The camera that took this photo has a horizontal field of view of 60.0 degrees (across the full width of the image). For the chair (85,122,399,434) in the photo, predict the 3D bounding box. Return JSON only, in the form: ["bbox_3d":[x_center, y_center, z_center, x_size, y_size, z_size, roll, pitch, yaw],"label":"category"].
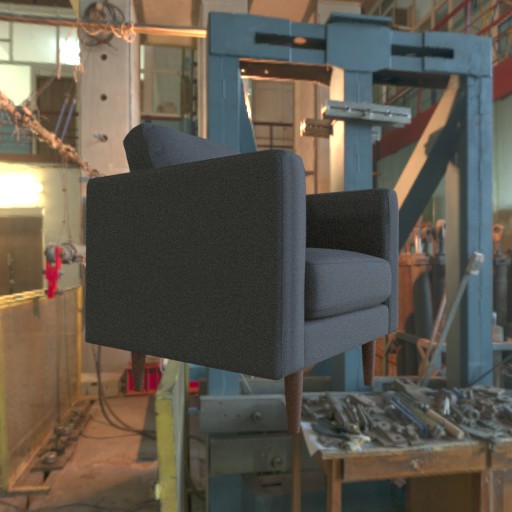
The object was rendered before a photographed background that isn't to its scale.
[{"bbox_3d":[0.000,0.000,1.561,0.800,0.927,0.854,0,0,36],"label":"chair"}]
